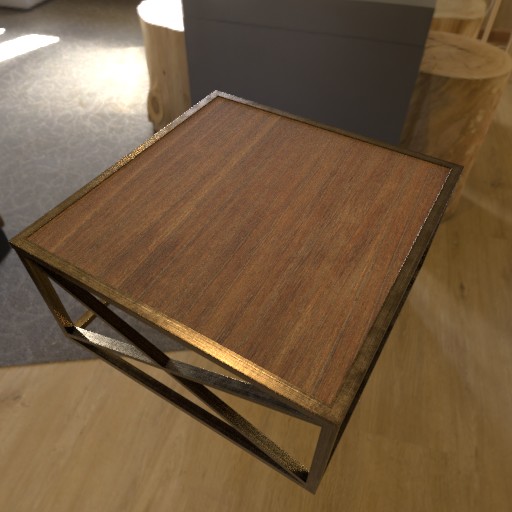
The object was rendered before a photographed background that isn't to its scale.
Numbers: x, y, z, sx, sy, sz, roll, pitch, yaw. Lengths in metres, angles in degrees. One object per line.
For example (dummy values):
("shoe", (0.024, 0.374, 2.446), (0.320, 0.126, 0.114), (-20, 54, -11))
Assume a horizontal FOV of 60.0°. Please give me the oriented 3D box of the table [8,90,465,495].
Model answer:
("table", (0.000, 0.000, 1.378), (0.899, 0.451, 0.909), (24, 52, 21))
